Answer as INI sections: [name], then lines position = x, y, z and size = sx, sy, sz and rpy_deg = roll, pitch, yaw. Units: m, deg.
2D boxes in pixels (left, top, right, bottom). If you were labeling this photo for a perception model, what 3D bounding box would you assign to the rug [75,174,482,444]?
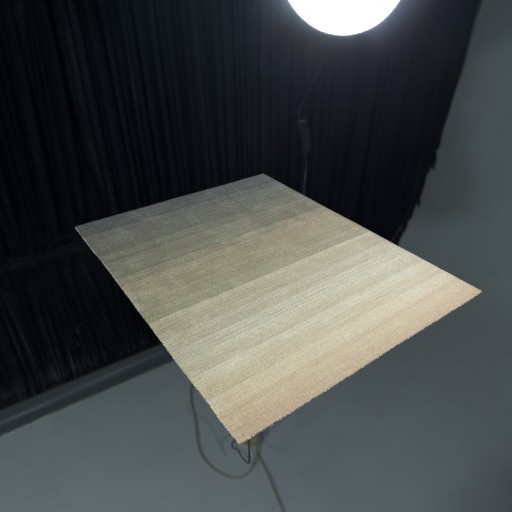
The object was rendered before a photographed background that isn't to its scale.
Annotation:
[rug]
position = 0.000, 0.000, 3.943
size = 2.315, 0.015, 2.932
rpy_deg = -21, 39, -29
